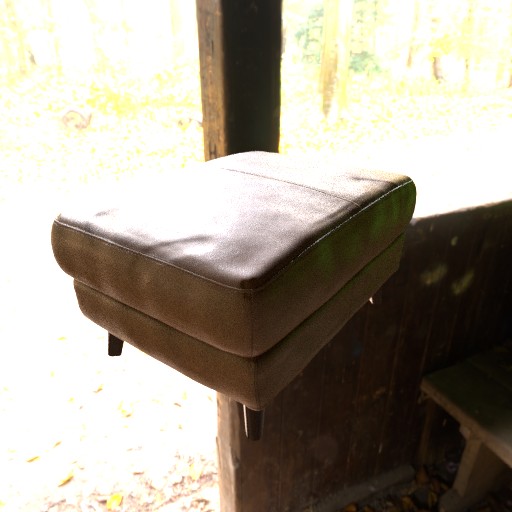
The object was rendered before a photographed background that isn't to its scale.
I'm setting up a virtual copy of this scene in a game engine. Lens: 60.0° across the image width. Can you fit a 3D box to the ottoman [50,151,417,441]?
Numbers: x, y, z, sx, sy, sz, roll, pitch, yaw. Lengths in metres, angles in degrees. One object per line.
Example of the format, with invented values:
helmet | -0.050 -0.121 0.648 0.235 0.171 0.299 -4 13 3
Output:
ottoman | 0.000 0.000 1.240 0.630 0.461 0.869 17 31 32
